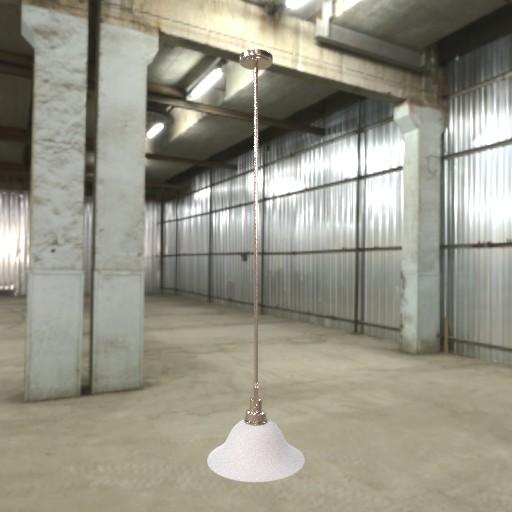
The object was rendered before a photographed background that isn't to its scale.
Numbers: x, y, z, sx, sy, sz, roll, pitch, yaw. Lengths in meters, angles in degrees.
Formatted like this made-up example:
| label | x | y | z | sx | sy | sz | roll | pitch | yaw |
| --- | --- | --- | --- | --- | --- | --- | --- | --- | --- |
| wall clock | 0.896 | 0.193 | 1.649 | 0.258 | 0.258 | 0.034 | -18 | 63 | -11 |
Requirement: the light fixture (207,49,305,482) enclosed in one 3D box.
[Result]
| label | x | y | z | sx | sy | sz | roll | pitch | yaw |
| --- | --- | --- | --- | --- | --- | --- | --- | --- | --- |
| light fixture | 0.000 | 0.000 | 1.493 | 0.324 | 1.354 | 0.324 | 0 | -1 | 0 |
